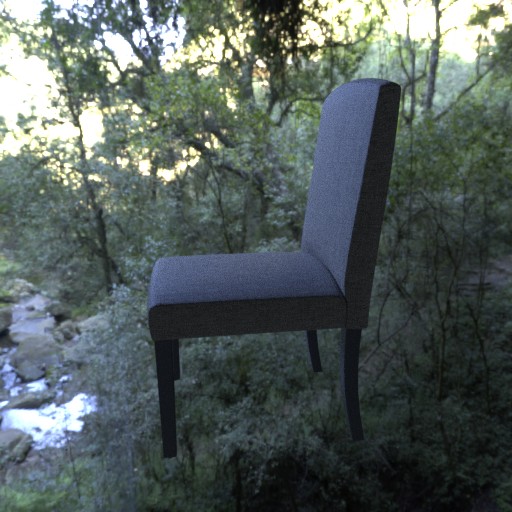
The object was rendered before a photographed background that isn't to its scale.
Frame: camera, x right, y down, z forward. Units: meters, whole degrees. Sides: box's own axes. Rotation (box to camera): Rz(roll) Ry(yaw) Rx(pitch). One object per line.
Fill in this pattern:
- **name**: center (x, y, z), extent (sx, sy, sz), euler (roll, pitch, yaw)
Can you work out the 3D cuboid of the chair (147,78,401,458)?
- **chair**: center (0.000, 0.000, 1.220), extent (0.580, 0.917, 0.451), euler (-2, 13, -8)
